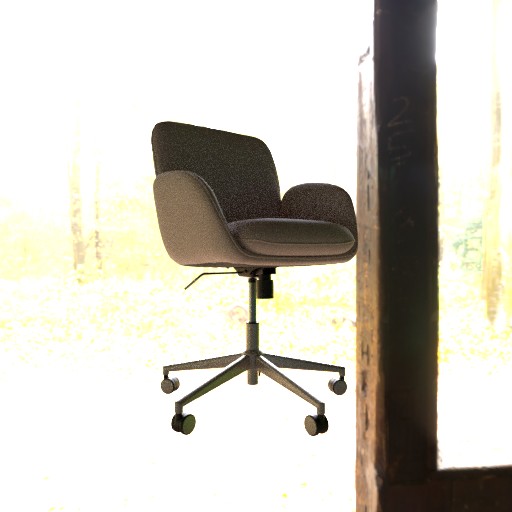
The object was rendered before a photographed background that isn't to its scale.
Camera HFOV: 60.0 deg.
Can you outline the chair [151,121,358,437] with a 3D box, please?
[{"bbox_3d":[0.000,0.000,1.428,0.648,0.959,0.633,0,1,-35],"label":"chair"}]
